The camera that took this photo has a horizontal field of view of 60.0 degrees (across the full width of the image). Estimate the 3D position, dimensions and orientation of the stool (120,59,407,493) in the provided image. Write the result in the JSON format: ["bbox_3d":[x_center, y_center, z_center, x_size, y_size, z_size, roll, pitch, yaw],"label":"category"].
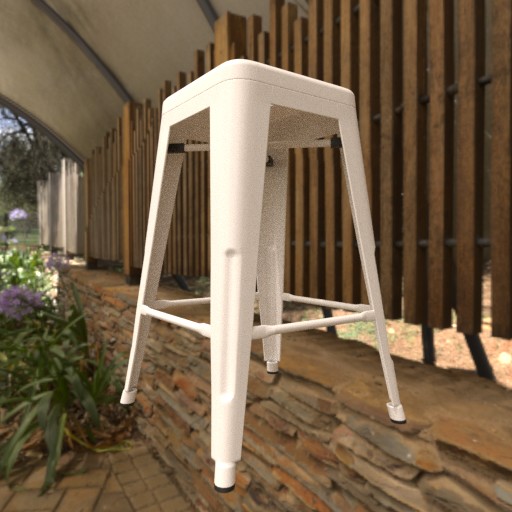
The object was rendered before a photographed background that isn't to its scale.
[{"bbox_3d":[0.000,0.000,0.854,0.406,0.610,0.406,-1,2,-36],"label":"stool"}]
